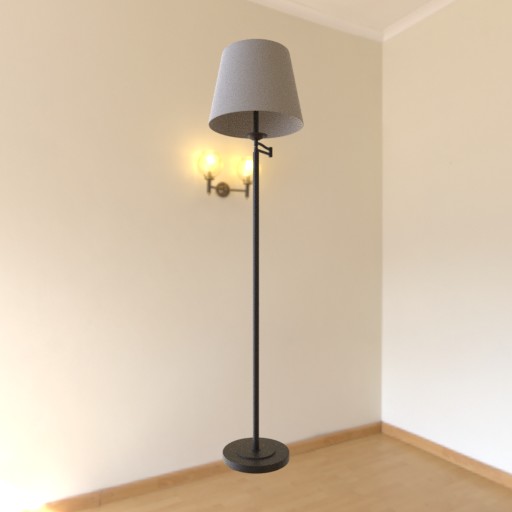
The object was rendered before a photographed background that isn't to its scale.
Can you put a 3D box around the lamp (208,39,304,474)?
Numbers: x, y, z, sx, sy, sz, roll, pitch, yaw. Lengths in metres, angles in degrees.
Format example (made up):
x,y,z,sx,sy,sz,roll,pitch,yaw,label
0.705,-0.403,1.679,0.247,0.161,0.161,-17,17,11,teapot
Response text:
x,y,z,sx,sy,sz,roll,pitch,yaw,label
0.000,0.000,1.622,0.348,1.473,0.348,0,0,35,lamp
